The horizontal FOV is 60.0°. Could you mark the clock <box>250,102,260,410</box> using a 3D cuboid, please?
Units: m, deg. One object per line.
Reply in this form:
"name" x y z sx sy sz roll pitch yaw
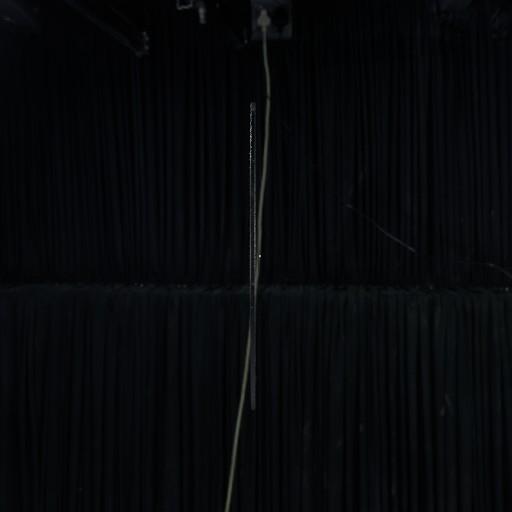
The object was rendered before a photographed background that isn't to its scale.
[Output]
"clock" 0.000 0.000 1.285 0.025 0.843 0.843 0 0 0
